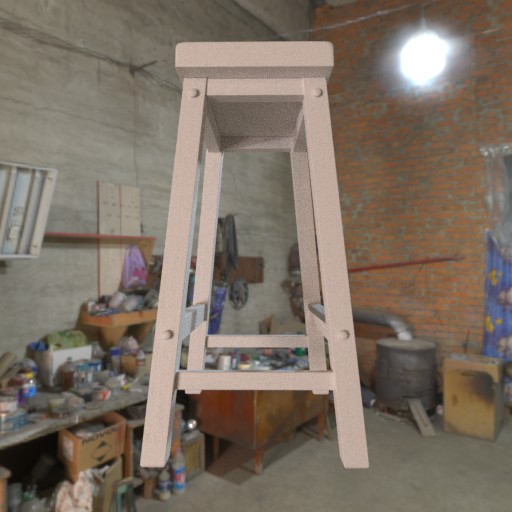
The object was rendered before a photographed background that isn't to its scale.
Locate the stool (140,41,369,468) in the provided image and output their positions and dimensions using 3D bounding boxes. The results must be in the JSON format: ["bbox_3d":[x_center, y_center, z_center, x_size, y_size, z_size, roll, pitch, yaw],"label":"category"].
[{"bbox_3d":[0.000,0.000,0.835,0.322,0.610,0.406,0,-2,1],"label":"stool"}]
